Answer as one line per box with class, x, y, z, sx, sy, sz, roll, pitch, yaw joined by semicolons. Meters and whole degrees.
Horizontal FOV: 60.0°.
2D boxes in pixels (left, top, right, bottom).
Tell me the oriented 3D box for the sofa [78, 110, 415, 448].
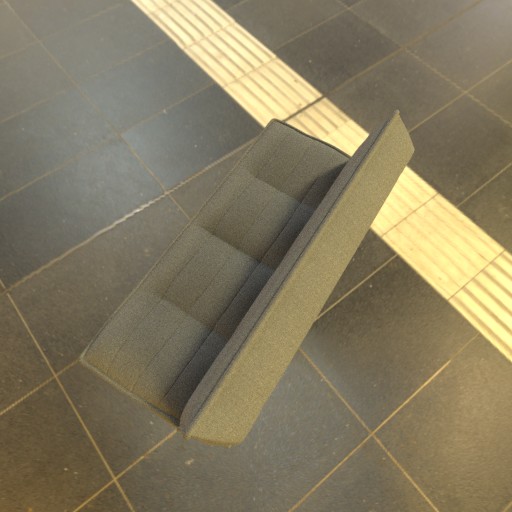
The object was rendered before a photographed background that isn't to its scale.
sofa;0.000;0.000;2.465;0.950;0.890;1.940;29;67;14
